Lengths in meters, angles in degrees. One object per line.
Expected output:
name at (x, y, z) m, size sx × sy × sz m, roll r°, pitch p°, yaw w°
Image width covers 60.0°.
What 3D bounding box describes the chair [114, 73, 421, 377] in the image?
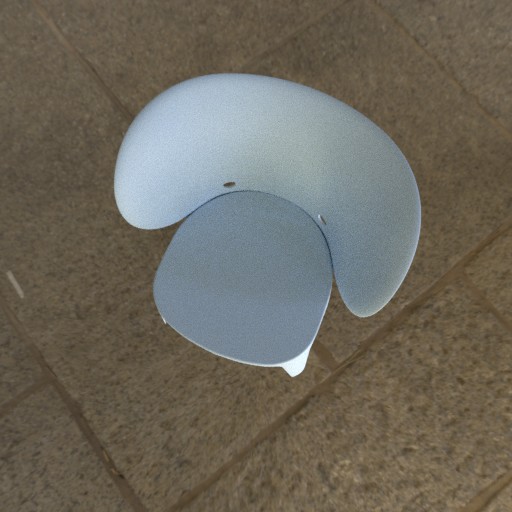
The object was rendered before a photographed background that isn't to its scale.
chair at (0.000, 0.000, 0.861) m, size 0.451 × 0.554 × 0.402 m, roll 22°, pitch 77°, yaw 5°
